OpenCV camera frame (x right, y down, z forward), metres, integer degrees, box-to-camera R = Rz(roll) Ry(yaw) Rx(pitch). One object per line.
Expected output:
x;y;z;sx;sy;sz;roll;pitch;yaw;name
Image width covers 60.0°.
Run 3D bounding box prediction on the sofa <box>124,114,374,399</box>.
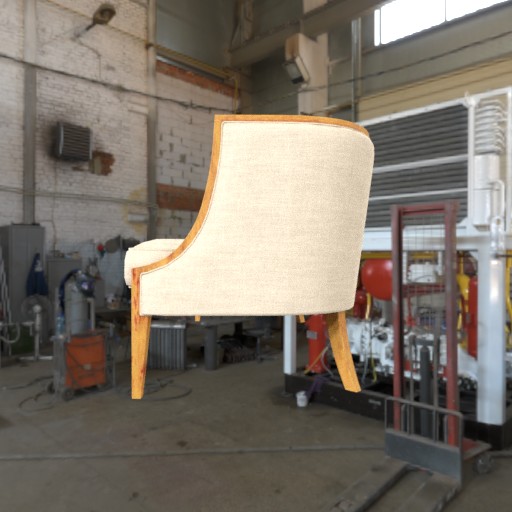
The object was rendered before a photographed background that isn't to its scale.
0.000;0.000;1.931;0.770;0.775;1.474;0;0;-1;sofa
